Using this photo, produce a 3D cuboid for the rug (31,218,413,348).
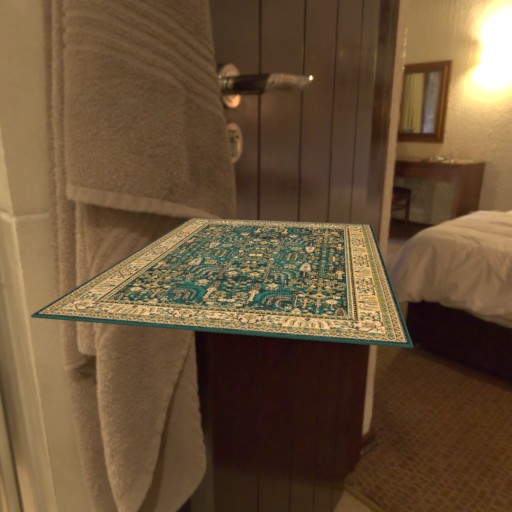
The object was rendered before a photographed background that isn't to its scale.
[{"bbox_3d":[0.000,0.000,2.840,1.594,0.013,2.213,3,16,10],"label":"rug"}]
